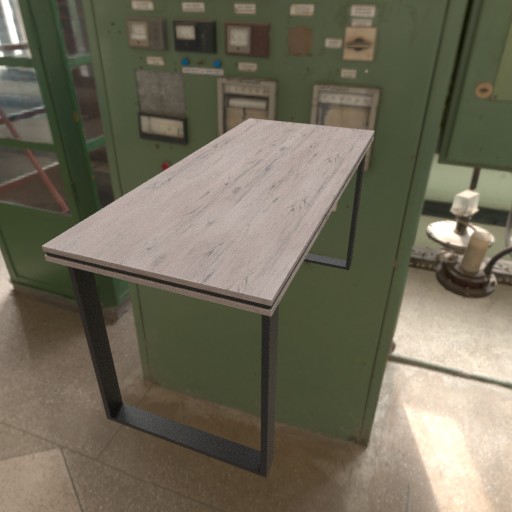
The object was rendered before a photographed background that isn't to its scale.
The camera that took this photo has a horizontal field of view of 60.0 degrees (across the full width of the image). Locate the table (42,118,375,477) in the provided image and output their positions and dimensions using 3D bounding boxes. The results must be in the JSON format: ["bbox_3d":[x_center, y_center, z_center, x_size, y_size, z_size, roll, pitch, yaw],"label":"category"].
[{"bbox_3d":[0.000,0.000,2.256,0.795,0.899,1.778,12,33,18],"label":"table"}]
